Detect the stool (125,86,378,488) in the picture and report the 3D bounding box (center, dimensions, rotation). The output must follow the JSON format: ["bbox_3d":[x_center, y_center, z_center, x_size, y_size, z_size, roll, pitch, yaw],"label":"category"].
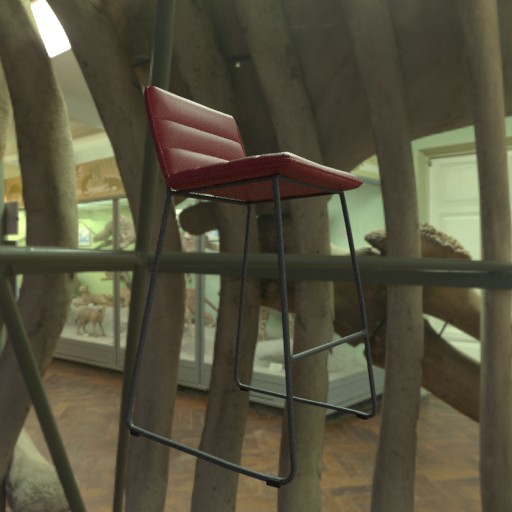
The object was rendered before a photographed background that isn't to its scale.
[{"bbox_3d":[0.000,0.000,1.219,0.524,0.937,0.489,0,1,36],"label":"stool"}]
